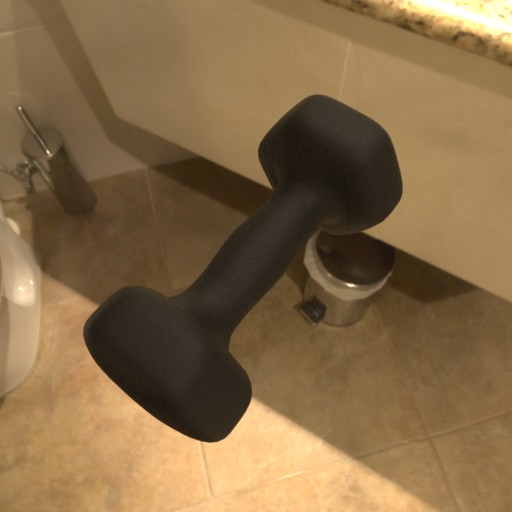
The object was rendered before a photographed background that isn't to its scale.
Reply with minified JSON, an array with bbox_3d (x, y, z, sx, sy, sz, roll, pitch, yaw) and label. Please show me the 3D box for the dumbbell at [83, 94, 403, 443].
[{"bbox_3d":[0.000,0.000,0.295,0.112,0.101,0.231,35,69,16],"label":"dumbbell"}]
